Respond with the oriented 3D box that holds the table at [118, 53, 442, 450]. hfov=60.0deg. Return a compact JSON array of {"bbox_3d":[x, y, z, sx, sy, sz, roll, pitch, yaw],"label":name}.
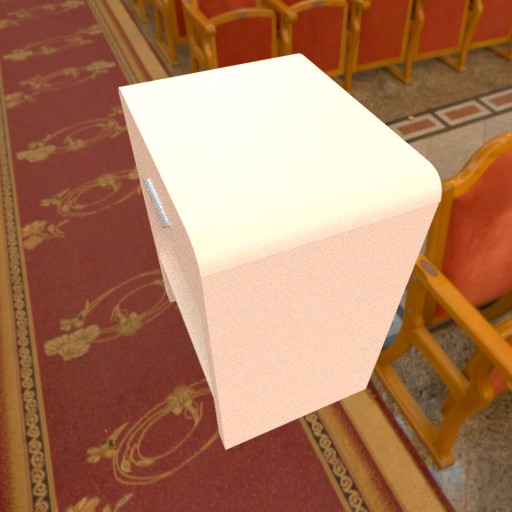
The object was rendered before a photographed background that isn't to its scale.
[{"bbox_3d":[0.000,0.000,0.882,0.350,0.590,0.450,-18,50,-16],"label":"table"}]
